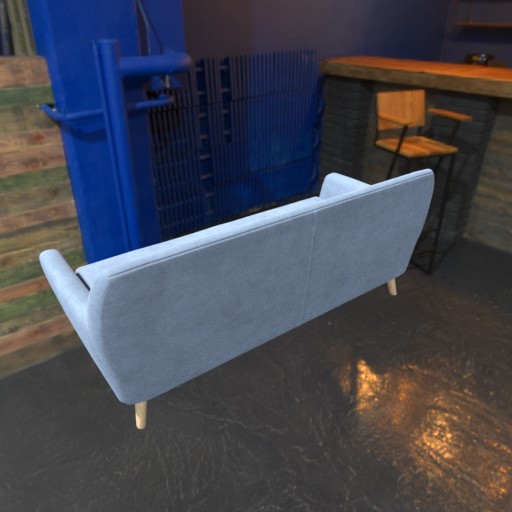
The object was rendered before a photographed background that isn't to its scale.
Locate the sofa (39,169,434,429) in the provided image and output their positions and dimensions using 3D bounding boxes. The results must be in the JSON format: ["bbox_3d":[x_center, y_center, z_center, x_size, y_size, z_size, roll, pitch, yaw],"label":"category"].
[{"bbox_3d":[0.000,0.000,2.379,1.970,0.830,0.830,-20,35,-32],"label":"sofa"}]
